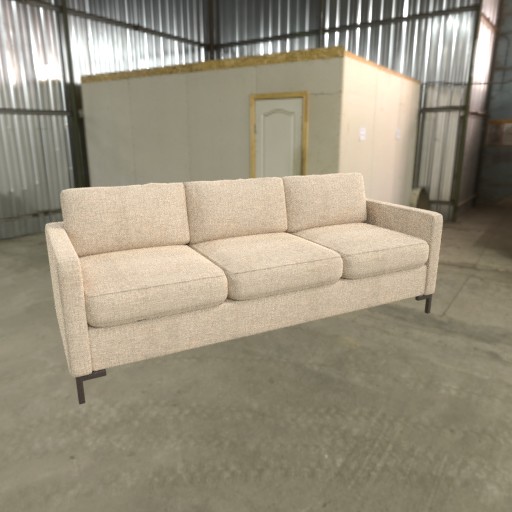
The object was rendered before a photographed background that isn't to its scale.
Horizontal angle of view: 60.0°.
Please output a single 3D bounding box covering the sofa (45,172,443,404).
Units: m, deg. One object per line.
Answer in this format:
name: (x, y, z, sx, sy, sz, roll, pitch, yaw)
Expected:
sofa: (0.000, 0.000, 2.658, 2.218, 0.874, 0.859, -8, 18, -26)
